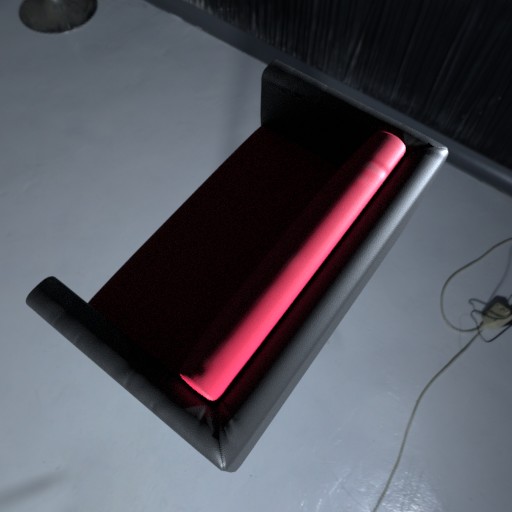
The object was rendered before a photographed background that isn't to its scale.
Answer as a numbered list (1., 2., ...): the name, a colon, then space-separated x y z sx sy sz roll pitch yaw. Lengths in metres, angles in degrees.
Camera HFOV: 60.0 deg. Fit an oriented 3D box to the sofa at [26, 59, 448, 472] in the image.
1. sofa: 0.000 0.000 1.840 0.845 0.735 1.410 34 68 16
